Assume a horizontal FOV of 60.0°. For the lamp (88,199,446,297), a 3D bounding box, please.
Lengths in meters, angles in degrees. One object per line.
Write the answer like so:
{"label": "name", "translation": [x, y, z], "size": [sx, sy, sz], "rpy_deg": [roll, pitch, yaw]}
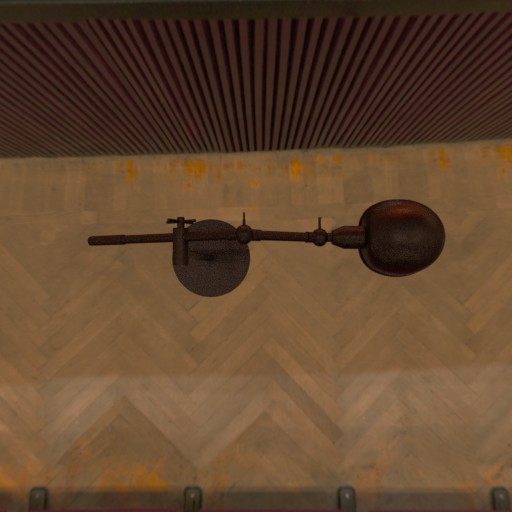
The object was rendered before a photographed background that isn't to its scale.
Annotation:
{"label": "lamp", "translation": [0.000, 0.000, 0.834], "size": [0.567, 0.495, 0.185], "rpy_deg": [0, 89, 1]}
